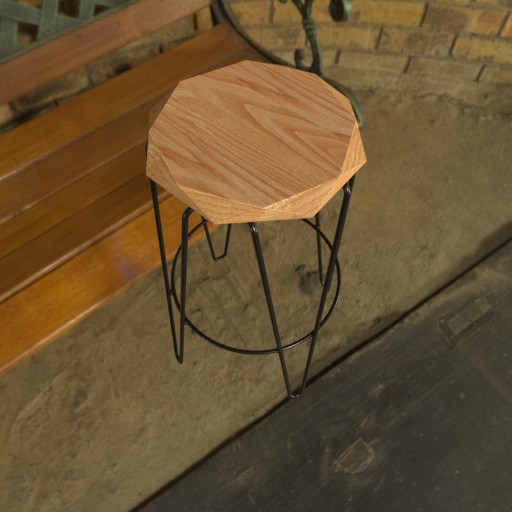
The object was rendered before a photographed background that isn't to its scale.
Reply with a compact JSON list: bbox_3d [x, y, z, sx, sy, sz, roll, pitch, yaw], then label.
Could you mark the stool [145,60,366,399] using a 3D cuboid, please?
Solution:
[{"bbox_3d":[0.000,0.000,0.798,0.326,0.610,0.326,15,60,9],"label":"stool"}]
